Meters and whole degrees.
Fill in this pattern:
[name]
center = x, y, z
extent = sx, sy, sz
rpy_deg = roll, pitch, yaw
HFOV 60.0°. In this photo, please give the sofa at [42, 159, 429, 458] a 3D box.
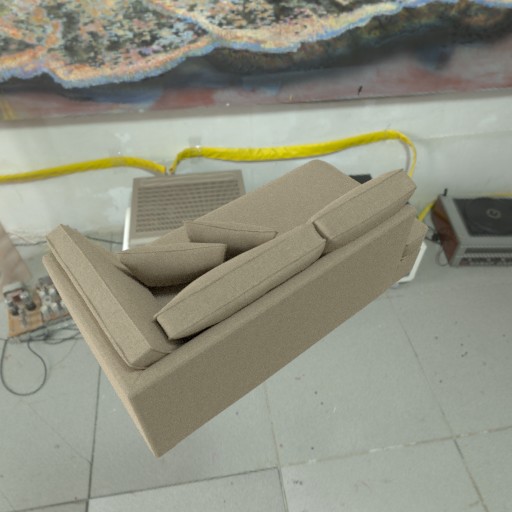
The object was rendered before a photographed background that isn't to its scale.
[sofa]
center = 0.000, 0.000, 2.865
extent = 2.237, 1.033, 1.110
rpy_deg = -30, 54, -25
